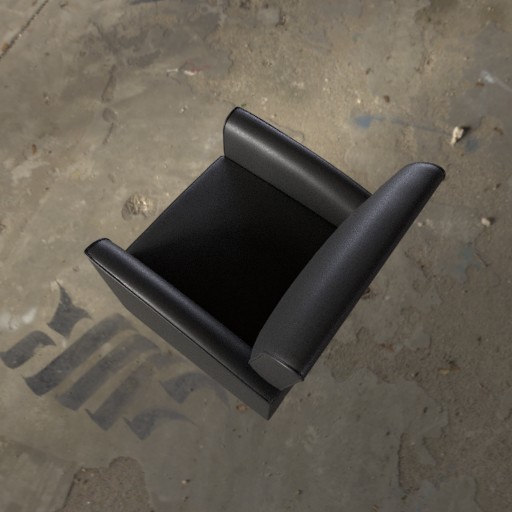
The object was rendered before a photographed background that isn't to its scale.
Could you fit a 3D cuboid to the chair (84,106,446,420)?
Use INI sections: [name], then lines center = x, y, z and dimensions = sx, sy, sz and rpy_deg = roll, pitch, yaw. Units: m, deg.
[chair]
center = 0.000, 0.000, 1.626
dimensions = 0.819, 0.916, 0.820
rpy_deg = 34, 68, 16
